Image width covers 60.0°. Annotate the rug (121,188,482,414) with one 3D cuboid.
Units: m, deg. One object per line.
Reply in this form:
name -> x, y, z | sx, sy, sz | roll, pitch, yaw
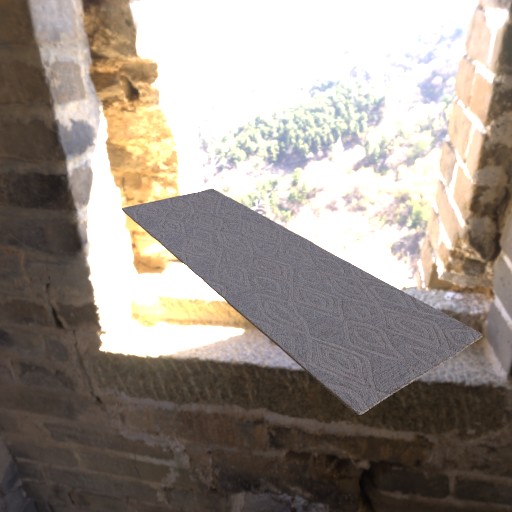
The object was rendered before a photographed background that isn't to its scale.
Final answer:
rug -> 0.000, 0.000, 2.660 | 0.807, 0.013, 2.436 | -18, 33, -30
